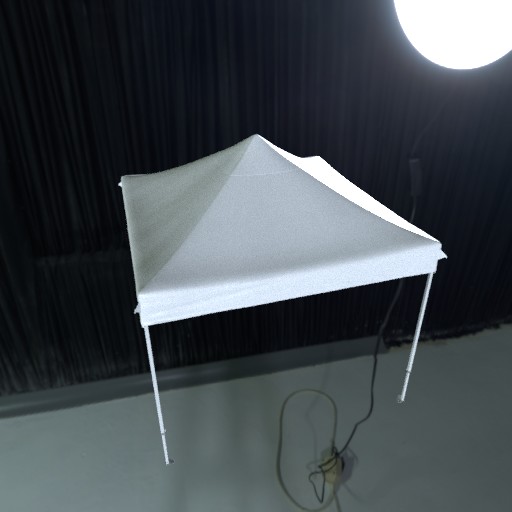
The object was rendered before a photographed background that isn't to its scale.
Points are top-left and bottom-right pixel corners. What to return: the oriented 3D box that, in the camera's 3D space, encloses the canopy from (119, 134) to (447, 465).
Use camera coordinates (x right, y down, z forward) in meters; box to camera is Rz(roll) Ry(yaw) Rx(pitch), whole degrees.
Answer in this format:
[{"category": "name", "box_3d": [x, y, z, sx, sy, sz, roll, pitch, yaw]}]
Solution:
[{"category": "canopy", "box_3d": [0.000, 0.000, 5.477, 2.994, 2.998, 2.996, -9, 31, -15]}]
